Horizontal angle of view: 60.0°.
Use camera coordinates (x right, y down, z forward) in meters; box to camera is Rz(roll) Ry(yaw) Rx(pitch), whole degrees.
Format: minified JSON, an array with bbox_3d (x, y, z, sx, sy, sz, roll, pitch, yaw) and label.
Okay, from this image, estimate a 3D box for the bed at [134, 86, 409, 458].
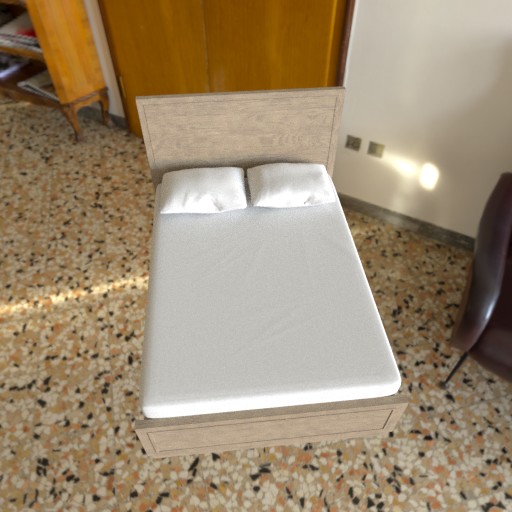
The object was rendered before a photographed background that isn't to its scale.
[{"bbox_3d":[0.000,0.000,3.167,1.606,1.369,2.189,-4,47,-4],"label":"bed"}]
